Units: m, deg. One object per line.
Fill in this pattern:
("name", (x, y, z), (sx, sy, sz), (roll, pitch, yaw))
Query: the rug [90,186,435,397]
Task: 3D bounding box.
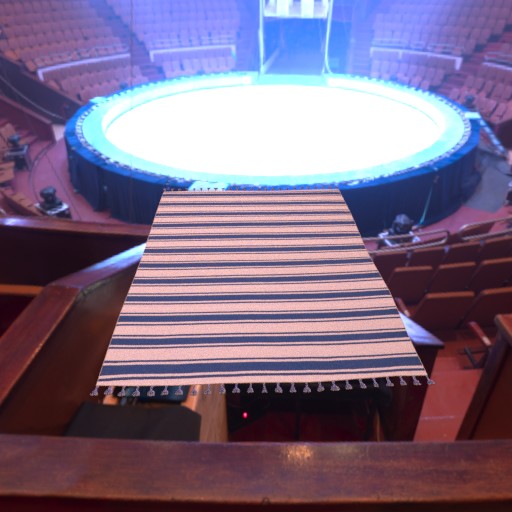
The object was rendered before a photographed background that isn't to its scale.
("rug", (0.000, 0.000, 2.942), (1.544, 0.010, 2.315), (-1, 32, -2))
